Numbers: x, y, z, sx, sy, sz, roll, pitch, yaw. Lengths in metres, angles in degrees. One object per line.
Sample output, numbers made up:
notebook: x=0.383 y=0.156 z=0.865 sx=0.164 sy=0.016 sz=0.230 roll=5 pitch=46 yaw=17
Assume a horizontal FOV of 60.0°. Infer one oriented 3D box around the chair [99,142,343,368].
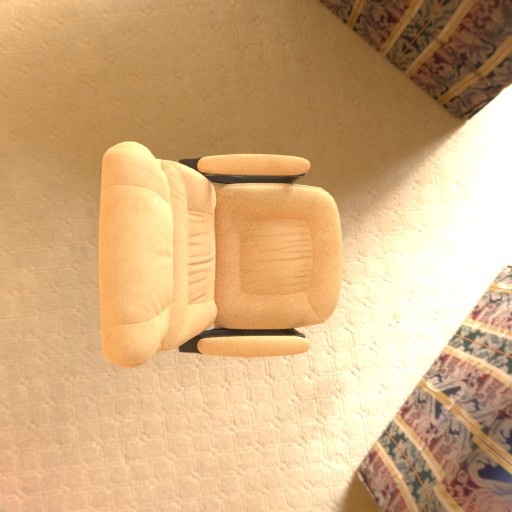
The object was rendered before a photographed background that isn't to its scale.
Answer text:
chair: x=0.000 y=0.000 z=1.502 sx=0.724 sy=1.105 sz=0.667 roll=0 pitch=90 yaw=-1
